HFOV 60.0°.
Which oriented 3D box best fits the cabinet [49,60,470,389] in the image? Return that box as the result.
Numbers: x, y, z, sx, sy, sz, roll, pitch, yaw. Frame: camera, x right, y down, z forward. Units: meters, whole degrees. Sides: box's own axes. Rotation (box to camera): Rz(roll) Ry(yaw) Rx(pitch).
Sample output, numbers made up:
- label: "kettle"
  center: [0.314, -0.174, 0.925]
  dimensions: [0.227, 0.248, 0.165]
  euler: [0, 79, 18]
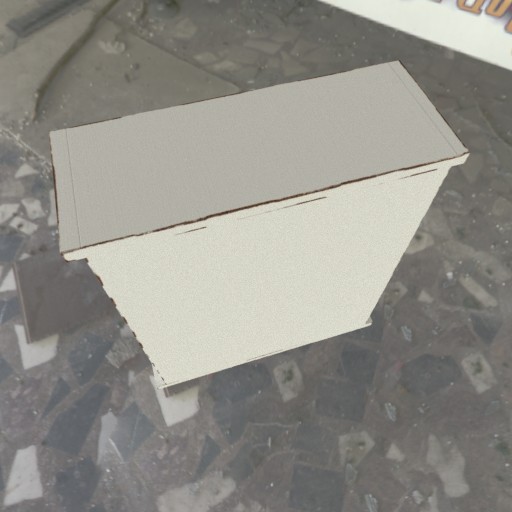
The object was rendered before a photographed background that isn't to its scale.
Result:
- label: "cabinet"
  center: [0.000, 0.000, 0.865]
  dimensions: [0.541, 0.603, 0.210]
  euler: [-15, 60, -9]
